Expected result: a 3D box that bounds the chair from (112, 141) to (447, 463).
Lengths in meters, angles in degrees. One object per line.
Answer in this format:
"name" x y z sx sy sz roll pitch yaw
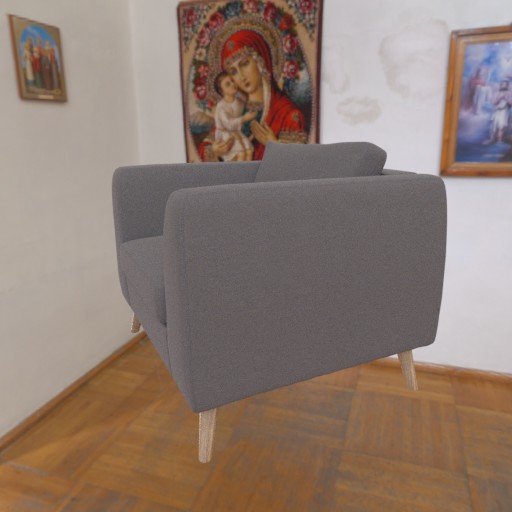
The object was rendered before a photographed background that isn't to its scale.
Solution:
"chair" 0.000 0.000 1.705 0.930 0.860 1.000 -8 18 -26
